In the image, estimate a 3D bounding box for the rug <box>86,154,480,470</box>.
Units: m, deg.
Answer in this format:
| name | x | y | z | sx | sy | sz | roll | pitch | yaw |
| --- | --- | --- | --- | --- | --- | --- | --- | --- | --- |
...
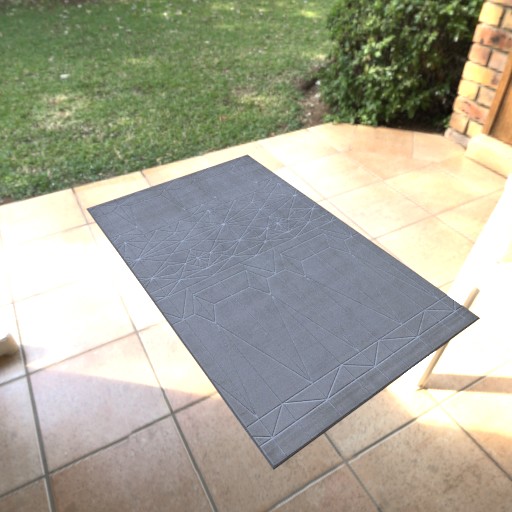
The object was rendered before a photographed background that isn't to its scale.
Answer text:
| name | x | y | z | sx | sy | sz | roll | pitch | yaw |
| --- | --- | --- | --- | --- | --- | --- | --- | --- | --- |
| rug | 0.000 | 0.000 | 3.037 | 1.524 | 0.012 | 2.438 | -25 | 47 | -26 |
